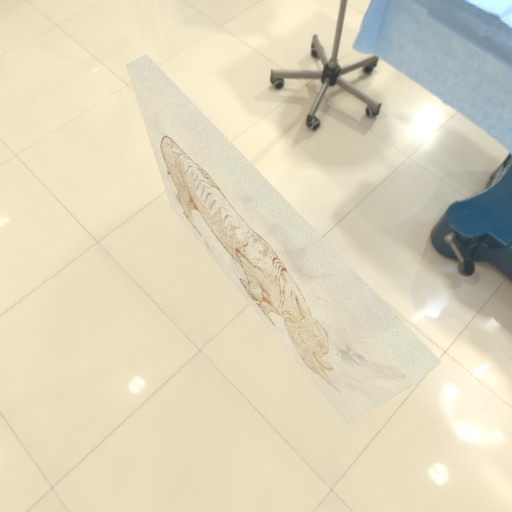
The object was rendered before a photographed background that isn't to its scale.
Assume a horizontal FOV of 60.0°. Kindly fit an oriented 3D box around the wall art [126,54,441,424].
[{"bbox_3d":[0.000,0.000,0.765,0.038,0.407,0.609,-35,69,-16],"label":"wall art"}]
